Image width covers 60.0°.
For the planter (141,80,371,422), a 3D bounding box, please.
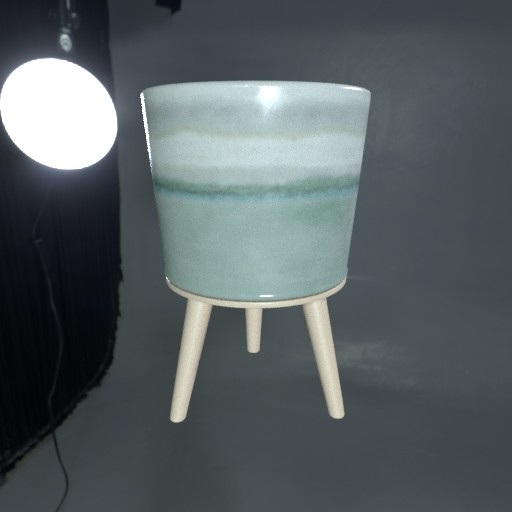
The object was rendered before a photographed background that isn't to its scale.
[{"bbox_3d":[0.000,0.000,0.580,0.265,0.404,0.265,3,16,10],"label":"planter"}]
